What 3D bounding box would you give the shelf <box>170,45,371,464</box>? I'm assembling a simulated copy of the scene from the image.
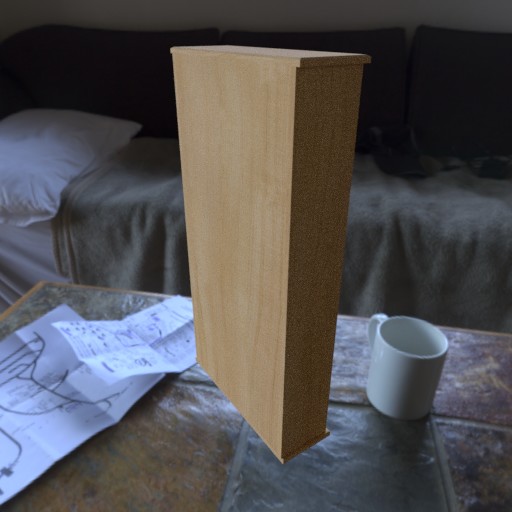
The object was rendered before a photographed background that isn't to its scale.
[{"bbox_3d":[0.000,0.000,1.222,0.175,1.030,0.520,-18,32,-30],"label":"shelf"}]
